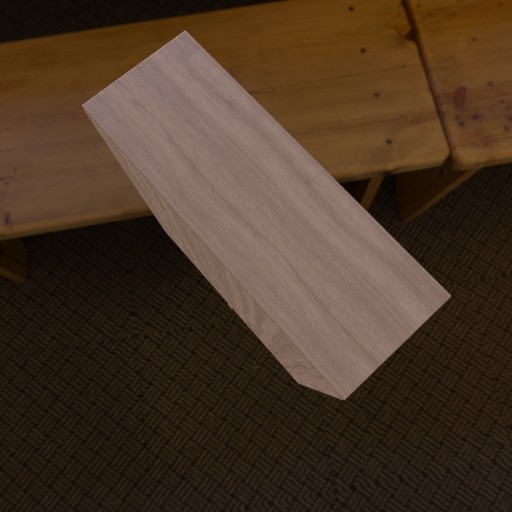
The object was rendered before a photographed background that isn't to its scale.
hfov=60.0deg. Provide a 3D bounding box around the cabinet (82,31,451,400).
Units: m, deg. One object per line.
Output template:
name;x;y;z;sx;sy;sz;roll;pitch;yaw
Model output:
cabinet;0.000;0.000;1.914;0.398;1.388;1.111;-41;79;-9
